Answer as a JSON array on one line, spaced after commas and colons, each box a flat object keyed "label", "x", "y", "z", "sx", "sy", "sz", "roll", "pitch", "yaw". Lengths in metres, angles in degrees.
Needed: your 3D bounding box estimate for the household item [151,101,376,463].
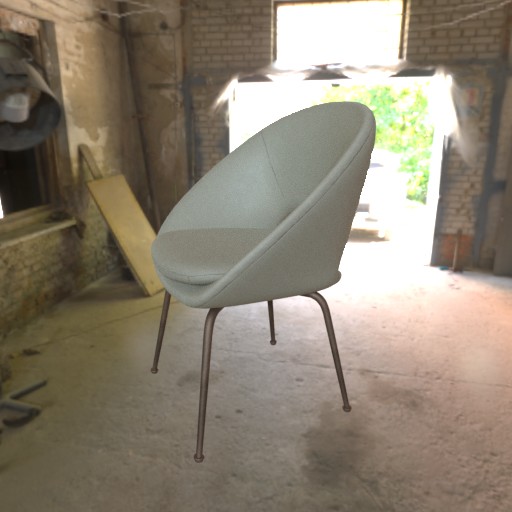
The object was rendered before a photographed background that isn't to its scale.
[{"label": "household item", "x": 0.000, "y": 0.000, "z": 1.276, "sx": 0.573, "sy": 0.852, "sz": 0.623, "roll": -8, "pitch": 18, "yaw": -25}]
